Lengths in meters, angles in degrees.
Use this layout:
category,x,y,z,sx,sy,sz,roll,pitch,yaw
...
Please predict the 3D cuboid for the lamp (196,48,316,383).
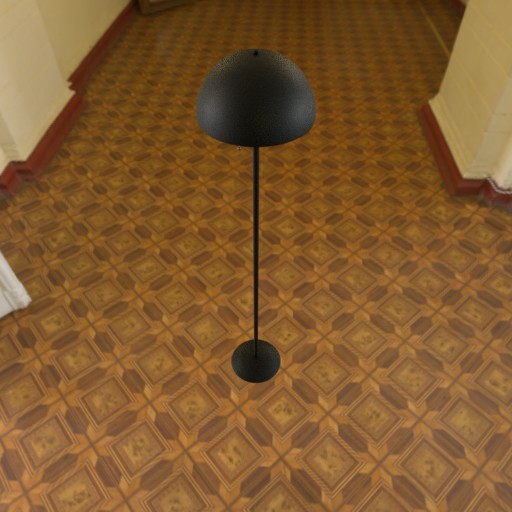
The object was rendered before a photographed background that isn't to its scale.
category,x,y,z,sx,sy,sz,roll,pitch,yaw
lamp,0.000,0.000,1.633,0.328,1.480,0.328,-33,55,-27
